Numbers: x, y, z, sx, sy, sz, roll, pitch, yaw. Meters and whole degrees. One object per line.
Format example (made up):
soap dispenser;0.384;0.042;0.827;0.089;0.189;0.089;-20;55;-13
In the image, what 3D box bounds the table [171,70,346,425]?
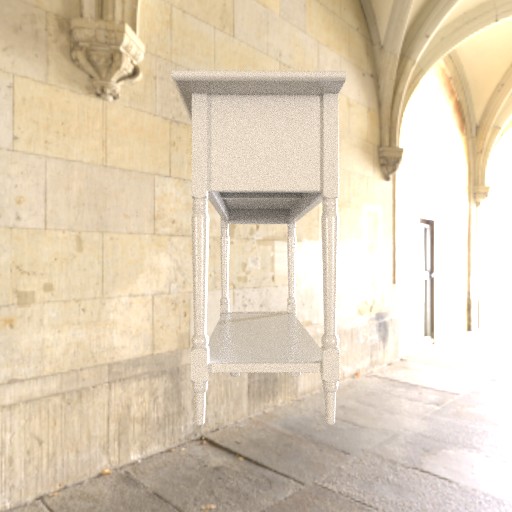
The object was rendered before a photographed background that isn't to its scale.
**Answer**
table;0.000;0.000;1.560;0.384;0.808;1.197;0;0;-1
